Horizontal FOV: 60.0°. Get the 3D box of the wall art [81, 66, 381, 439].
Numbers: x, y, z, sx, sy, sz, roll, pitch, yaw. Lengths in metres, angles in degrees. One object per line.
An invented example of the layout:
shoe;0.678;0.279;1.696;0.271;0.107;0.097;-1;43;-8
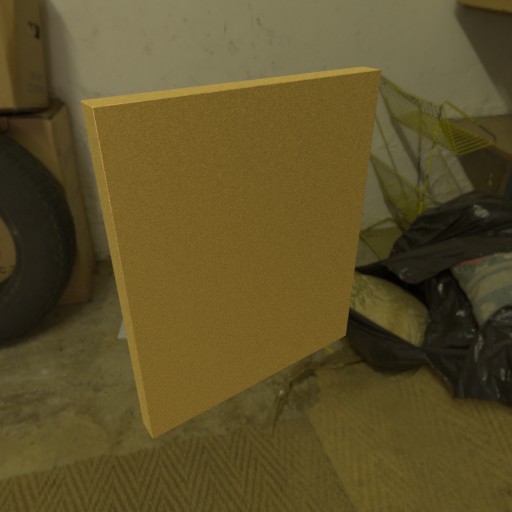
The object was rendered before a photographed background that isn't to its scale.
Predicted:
wall art;0.000;0.000;0.868;0.537;0.642;0.048;-20;36;-30
